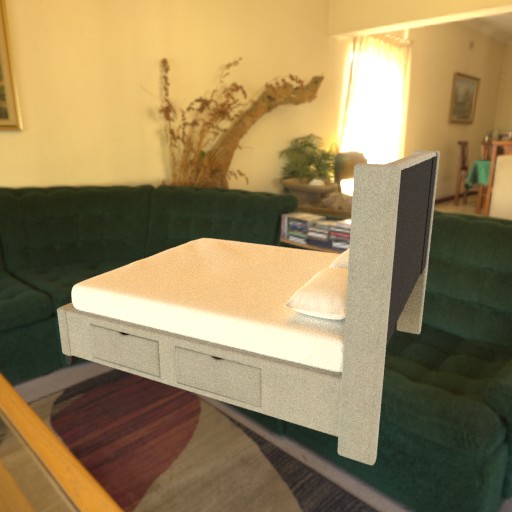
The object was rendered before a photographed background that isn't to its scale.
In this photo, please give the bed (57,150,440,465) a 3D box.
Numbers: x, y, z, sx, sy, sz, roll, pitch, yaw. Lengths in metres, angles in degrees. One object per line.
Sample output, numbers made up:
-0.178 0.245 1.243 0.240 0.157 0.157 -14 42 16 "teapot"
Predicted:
0.000 0.000 3.262 2.222 1.491 1.774 8 17 26 "bed"
